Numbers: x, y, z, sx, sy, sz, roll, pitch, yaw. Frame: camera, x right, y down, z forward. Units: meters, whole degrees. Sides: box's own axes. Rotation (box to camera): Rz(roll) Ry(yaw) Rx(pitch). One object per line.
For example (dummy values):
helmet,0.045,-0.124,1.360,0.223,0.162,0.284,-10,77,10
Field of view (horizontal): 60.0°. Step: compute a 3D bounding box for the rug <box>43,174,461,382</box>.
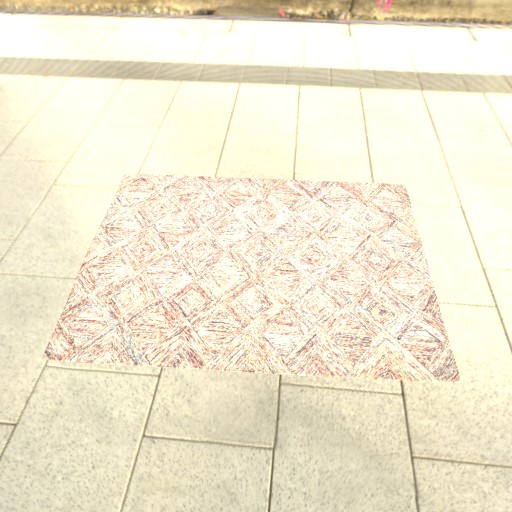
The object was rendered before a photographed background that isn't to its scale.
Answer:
rug,0.000,0.000,4.208,3.226,0.024,2.436,3,46,2
